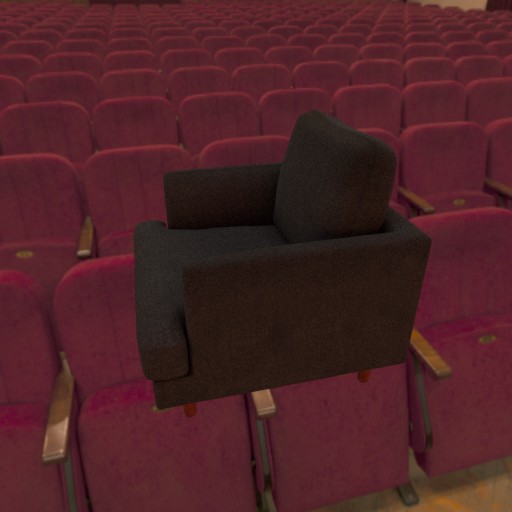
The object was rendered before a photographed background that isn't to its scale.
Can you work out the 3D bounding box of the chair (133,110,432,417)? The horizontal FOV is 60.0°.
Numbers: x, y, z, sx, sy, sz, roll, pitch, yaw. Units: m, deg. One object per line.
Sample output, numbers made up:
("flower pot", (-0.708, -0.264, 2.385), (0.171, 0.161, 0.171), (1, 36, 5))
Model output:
("chair", (0.000, 0.000, 1.680), (0.899, 0.957, 0.858), (-7, 30, -12))
